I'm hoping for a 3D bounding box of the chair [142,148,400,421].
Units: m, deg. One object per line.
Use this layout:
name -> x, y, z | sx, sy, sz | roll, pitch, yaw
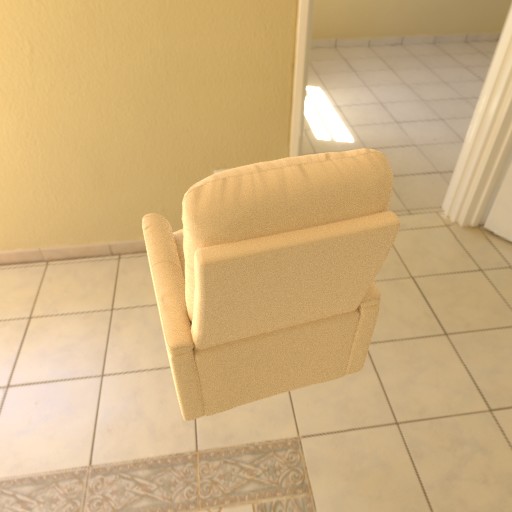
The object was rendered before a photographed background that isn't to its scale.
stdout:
chair -> 0.000, 0.000, 1.655 | 0.775, 1.082, 0.831 | -12, 43, -13
